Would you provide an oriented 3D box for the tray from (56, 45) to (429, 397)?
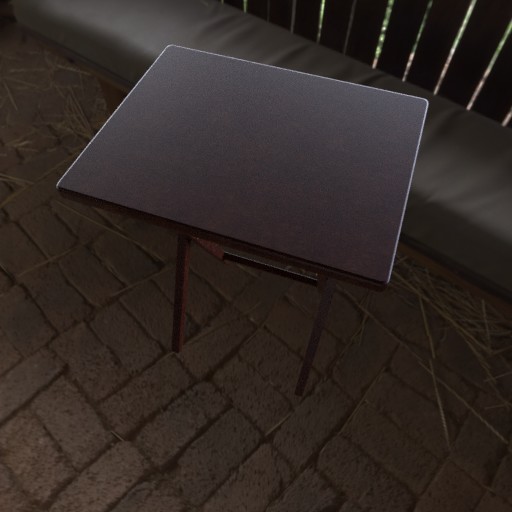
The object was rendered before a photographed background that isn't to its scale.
[{"bbox_3d":[0.000,0.000,0.964,0.483,0.660,0.381,17,58,11],"label":"tray"}]
